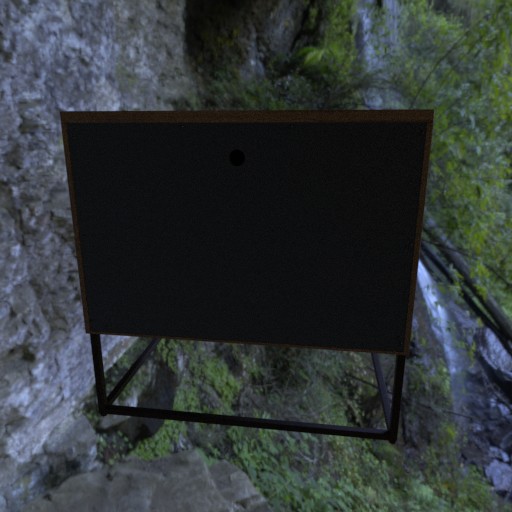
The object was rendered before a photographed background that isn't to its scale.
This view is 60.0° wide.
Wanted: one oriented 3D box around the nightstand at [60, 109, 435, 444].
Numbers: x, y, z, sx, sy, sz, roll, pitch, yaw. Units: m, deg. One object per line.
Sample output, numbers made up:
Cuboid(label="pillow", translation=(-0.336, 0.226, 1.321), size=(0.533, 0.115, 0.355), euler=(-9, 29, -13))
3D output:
Cuboid(label="nightstand", translation=(0.000, 0.000, 0.999), size=(0.610, 0.610, 0.437), euler=(2, 16, 8))
